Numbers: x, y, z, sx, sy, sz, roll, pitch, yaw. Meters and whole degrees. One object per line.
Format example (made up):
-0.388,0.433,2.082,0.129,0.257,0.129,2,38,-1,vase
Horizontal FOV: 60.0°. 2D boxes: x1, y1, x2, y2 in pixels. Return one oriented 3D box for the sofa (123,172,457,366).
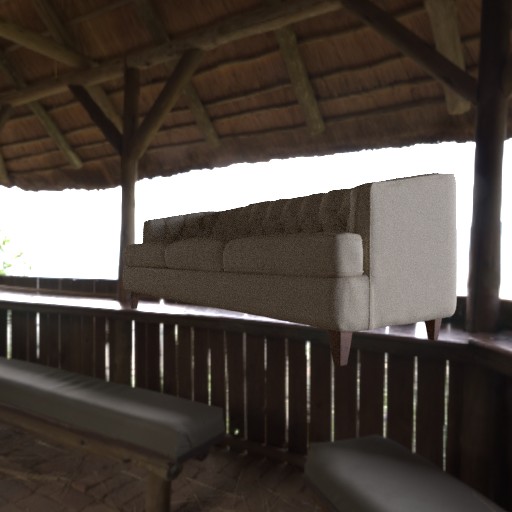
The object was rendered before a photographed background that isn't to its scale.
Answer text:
0.000,0.000,2.682,0.913,0.788,2.235,0,0,-36,sofa
